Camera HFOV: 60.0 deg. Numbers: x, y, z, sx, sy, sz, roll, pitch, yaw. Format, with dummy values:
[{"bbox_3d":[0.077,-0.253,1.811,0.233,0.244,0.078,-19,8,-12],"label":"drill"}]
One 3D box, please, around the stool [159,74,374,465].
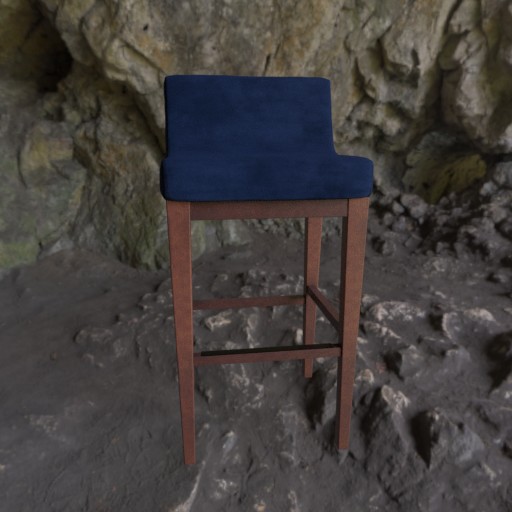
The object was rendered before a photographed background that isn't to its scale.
[{"bbox_3d":[0.000,0.000,1.305,0.511,1.037,0.500,-2,15,-8],"label":"stool"}]
